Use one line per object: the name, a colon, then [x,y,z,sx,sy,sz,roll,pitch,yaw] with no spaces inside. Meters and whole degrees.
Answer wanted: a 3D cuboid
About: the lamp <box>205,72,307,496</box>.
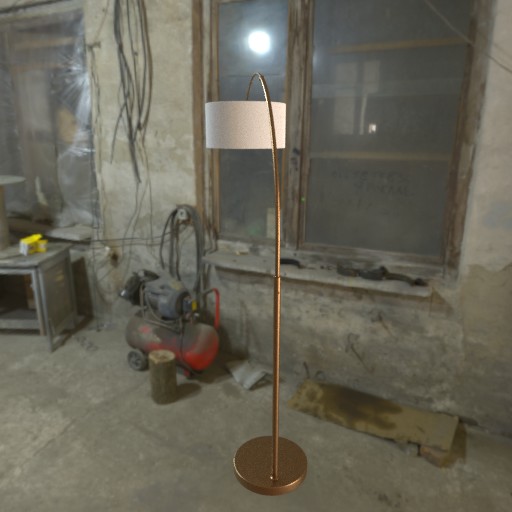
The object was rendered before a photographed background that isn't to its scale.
lamp: [0.000,0.000,2.494,0.493,1.927,1.434,-2,15,-8]
